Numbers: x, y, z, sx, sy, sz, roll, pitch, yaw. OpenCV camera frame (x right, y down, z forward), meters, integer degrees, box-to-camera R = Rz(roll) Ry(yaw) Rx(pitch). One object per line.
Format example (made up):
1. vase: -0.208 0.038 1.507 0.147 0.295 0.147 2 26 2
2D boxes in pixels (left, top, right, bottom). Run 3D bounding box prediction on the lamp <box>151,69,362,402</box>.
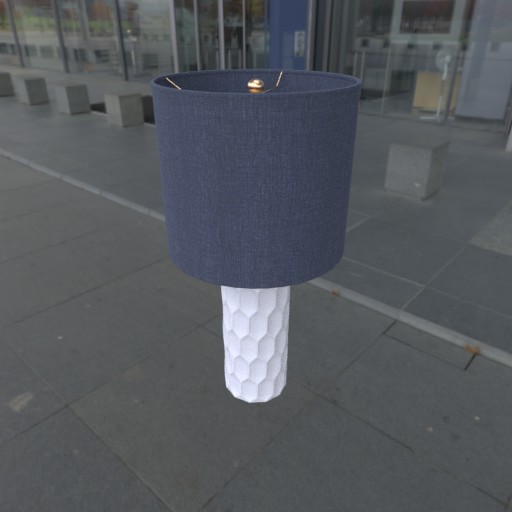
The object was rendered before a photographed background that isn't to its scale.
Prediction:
1. lamp: 0.000 0.000 0.718 0.277 0.537 0.277 -17 32 -29
